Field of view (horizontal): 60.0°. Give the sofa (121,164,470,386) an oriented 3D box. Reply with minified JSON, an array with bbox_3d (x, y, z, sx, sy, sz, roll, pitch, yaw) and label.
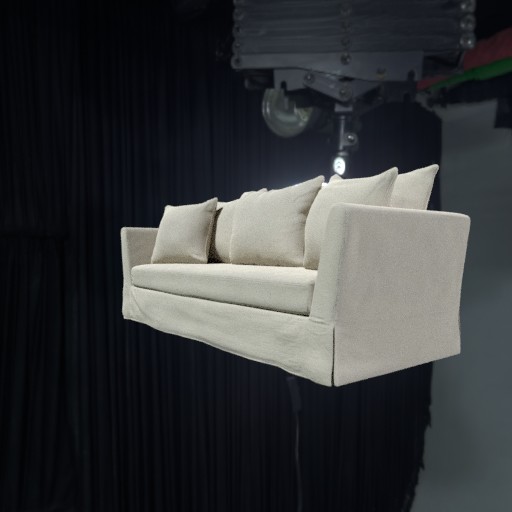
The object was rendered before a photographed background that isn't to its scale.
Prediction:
[{"bbox_3d":[0.000,0.000,3.039,1.046,1.047,2.499,-1,1,-37],"label":"sofa"}]
